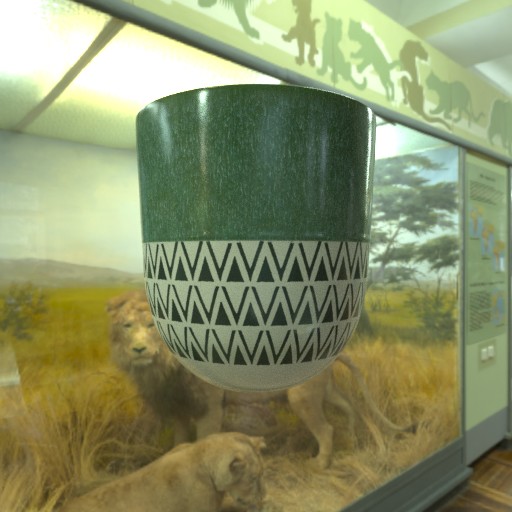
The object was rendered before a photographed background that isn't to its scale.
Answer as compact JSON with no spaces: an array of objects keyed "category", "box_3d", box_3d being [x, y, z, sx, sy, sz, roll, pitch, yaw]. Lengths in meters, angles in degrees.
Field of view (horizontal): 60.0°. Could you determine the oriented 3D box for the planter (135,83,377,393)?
[{"category":"planter","box_3d":[0.000,0.000,0.371,0.195,0.214,0.195,0,0,0]}]
